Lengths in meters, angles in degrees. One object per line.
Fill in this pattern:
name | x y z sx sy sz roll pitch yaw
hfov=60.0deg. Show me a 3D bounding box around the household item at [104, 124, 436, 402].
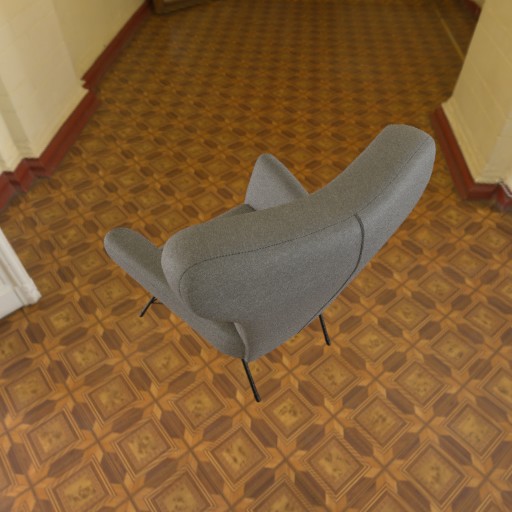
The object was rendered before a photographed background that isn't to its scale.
household item | 0.000 0.000 1.747 0.980 1.050 0.900 -31 54 -26
